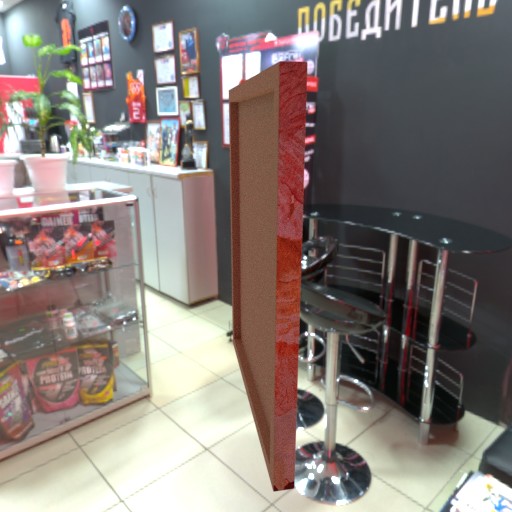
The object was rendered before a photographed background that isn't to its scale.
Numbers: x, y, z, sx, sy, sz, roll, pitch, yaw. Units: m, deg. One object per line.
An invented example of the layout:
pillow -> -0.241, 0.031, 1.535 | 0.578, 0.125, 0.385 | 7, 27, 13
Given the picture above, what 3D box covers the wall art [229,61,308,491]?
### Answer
wall art -> 0.000, 0.000, 0.687 | 0.028, 0.508, 0.406 | -3, 17, -10
